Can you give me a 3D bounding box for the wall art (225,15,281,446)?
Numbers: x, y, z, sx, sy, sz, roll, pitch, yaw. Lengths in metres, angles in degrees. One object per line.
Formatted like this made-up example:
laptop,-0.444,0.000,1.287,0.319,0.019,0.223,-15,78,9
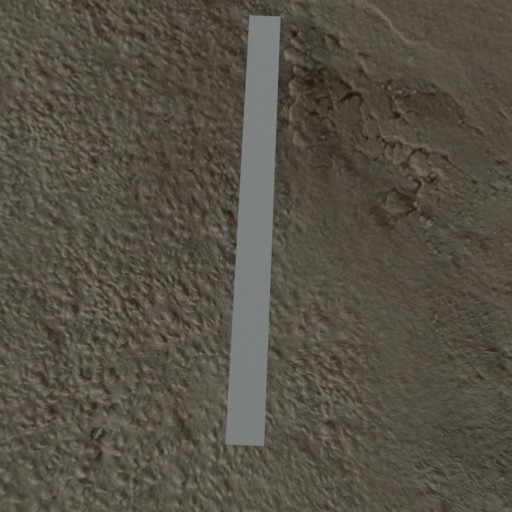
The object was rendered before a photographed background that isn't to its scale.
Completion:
wall art,0.000,0.000,0.525,0.027,0.355,0.355,3,77,1
